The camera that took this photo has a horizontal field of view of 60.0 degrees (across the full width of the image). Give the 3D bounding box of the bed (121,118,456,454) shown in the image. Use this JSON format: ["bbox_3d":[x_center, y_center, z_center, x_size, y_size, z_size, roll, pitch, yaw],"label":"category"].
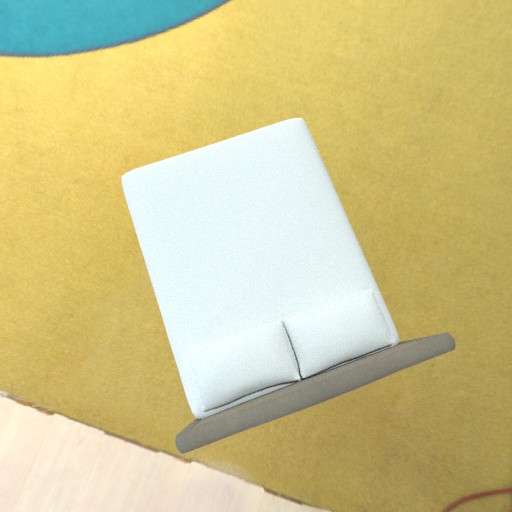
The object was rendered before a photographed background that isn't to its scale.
[{"bbox_3d":[0.000,0.000,3.323,1.744,1.441,2.128,-19,76,-5],"label":"bed"}]
